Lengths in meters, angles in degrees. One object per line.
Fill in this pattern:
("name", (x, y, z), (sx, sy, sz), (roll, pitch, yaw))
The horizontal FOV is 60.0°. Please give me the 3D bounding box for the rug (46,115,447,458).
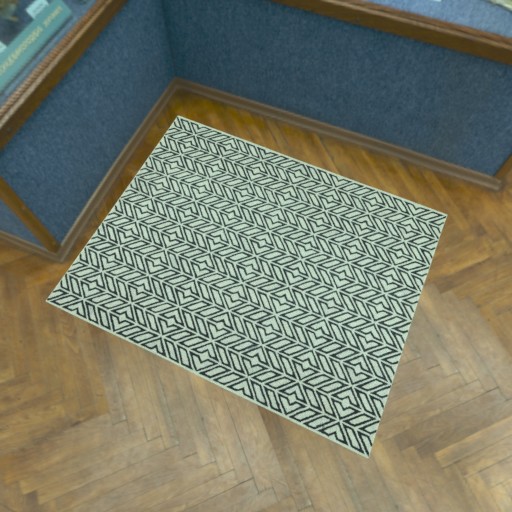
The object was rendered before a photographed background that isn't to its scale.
("rug", (0.000, 0.000, 4.179), (3.045, 0.008, 2.421), (23, 66, 11))
